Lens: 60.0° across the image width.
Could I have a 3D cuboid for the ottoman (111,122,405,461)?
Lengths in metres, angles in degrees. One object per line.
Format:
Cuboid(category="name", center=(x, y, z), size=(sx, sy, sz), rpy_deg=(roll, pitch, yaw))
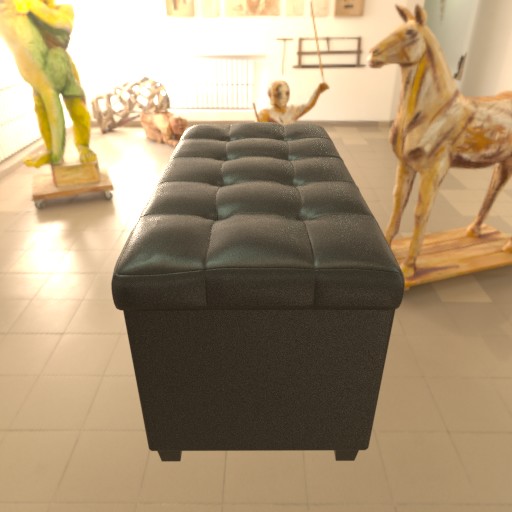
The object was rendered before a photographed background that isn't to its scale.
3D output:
Cuboid(category="ottoman", center=(0.000, 0.000, 1.075), size=(0.432, 0.470, 0.838), rpy_deg=(0, 30, 0))
